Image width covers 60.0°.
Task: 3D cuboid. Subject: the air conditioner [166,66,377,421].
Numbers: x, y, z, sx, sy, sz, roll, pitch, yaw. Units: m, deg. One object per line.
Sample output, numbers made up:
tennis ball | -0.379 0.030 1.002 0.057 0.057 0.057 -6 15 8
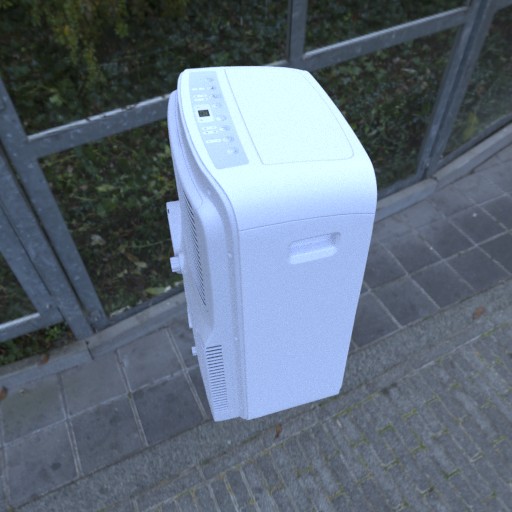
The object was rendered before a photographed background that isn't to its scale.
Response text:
air conditioner | 0.000 0.000 0.969 0.365 0.700 0.454 -10 48 -9
